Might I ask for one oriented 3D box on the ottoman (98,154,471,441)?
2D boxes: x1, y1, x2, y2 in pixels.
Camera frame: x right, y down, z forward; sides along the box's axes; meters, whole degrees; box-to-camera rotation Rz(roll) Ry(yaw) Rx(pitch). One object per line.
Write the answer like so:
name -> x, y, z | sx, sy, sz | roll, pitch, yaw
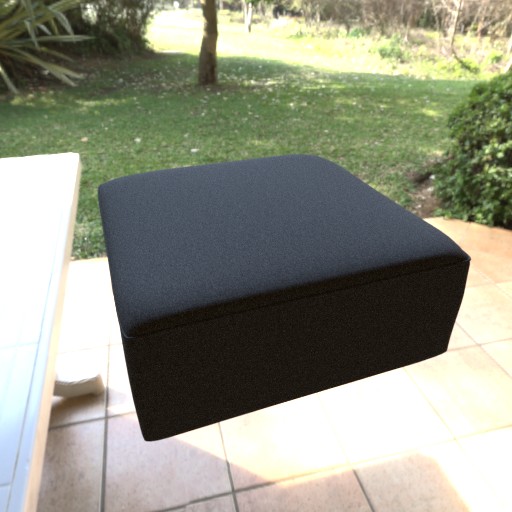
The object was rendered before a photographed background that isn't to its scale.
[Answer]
ottoman -> 0.000, 0.000, 1.624 | 1.015, 0.464, 1.005 | -11, 33, -17
